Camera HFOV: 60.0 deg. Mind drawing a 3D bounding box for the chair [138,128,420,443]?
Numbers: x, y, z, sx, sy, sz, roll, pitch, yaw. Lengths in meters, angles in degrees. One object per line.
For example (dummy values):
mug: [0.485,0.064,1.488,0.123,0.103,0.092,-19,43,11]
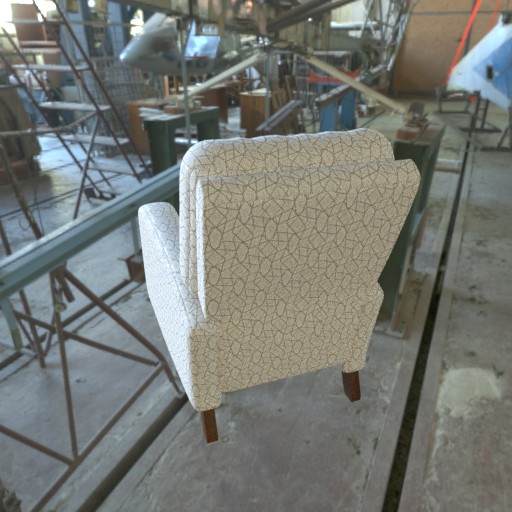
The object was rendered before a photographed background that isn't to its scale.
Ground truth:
chair: [0.000,0.000,1.752,0.796,1.064,0.995,-9,27,-18]
